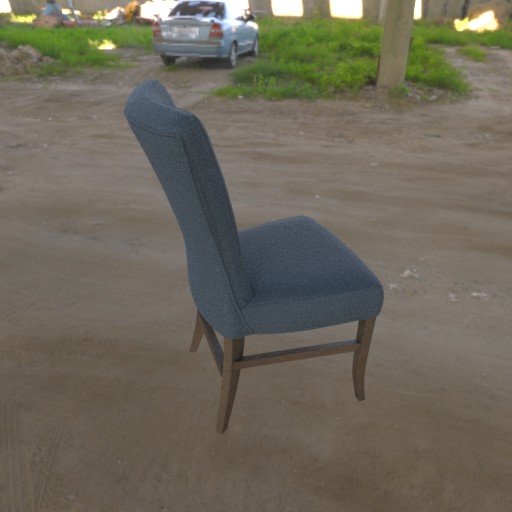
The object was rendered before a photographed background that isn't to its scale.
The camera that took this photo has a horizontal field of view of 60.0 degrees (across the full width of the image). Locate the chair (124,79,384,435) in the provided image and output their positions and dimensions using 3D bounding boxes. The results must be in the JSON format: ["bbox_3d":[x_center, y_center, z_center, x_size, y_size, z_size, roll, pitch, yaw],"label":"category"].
[{"bbox_3d":[0.000,0.000,1.372,0.660,0.991,0.520,-10,32,-17],"label":"chair"}]
